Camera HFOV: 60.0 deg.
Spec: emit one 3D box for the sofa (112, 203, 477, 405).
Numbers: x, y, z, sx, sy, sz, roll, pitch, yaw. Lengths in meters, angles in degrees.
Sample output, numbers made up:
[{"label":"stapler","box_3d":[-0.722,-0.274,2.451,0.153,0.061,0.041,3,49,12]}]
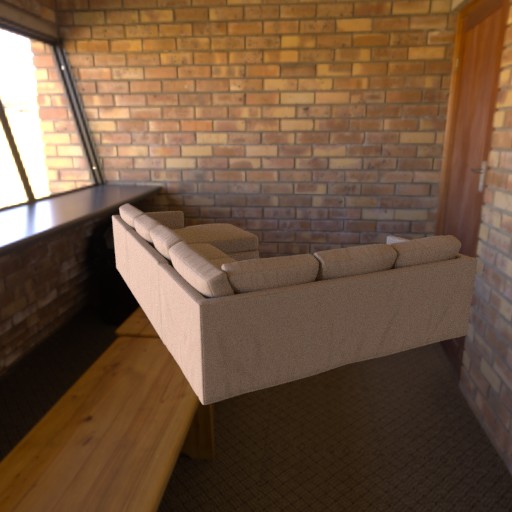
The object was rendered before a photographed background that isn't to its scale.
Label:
[{"label":"sofa","box_3d":[0.000,0.000,4.715,2.427,0.882,3.460,-7,17,-25]}]
